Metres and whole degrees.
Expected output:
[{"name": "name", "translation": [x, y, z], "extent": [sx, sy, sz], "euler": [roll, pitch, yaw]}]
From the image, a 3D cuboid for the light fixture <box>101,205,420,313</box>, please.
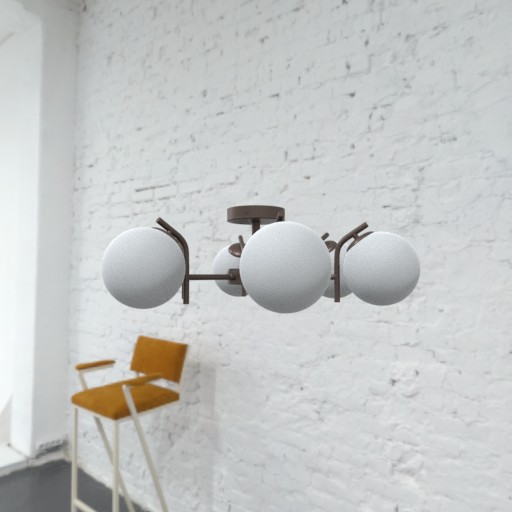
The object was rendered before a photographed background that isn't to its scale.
[{"name": "light fixture", "translation": [0.000, 0.000, 0.954], "extent": [0.662, 0.201, 0.662], "euler": [0, -2, 0]}]
